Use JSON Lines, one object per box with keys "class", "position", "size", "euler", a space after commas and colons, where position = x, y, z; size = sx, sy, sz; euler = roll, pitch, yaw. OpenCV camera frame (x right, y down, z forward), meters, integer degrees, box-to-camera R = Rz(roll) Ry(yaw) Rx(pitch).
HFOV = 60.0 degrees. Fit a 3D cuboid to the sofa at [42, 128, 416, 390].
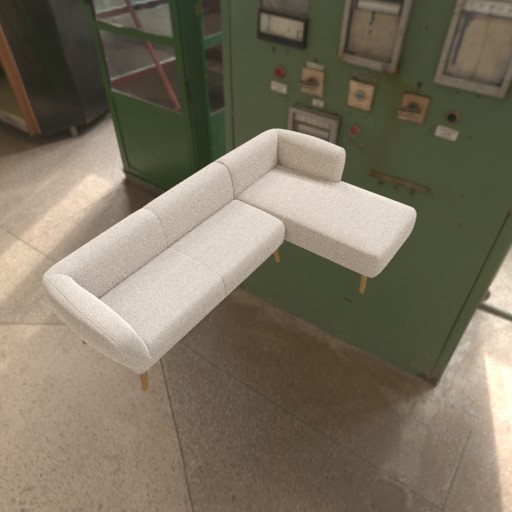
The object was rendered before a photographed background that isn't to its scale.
{"class": "sofa", "position": [0.000, 0.000, 3.357], "size": [1.610, 0.730, 2.660], "euler": [26, 48, 26]}
